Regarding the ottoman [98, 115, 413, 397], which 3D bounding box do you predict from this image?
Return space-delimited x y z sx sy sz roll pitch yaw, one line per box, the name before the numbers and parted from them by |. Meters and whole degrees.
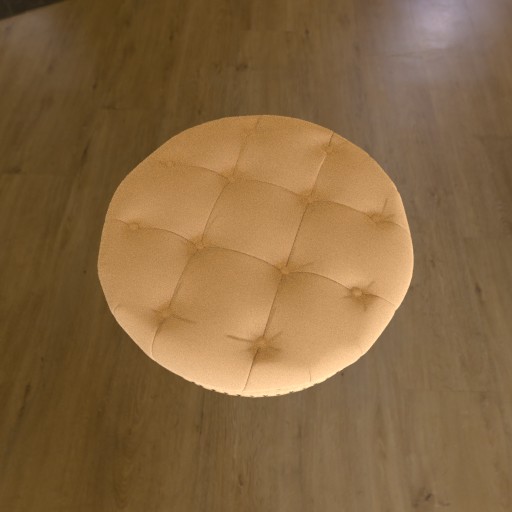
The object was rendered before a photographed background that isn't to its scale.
ottoman | 0.000 0.000 1.389 0.901 0.439 0.901 0 59 0
